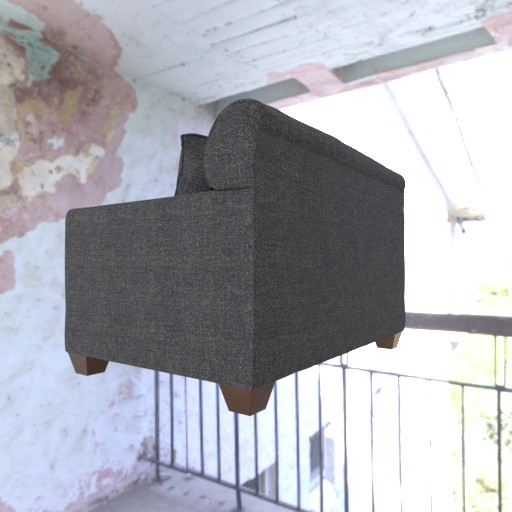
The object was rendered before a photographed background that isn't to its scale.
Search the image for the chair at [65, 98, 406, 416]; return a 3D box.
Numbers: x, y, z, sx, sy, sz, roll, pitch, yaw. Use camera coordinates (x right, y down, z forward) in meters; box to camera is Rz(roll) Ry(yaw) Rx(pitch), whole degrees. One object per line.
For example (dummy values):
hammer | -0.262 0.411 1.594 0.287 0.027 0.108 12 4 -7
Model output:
chair | 0.000 0.000 2.063 1.000 0.948 1.383 -1 -1 36
